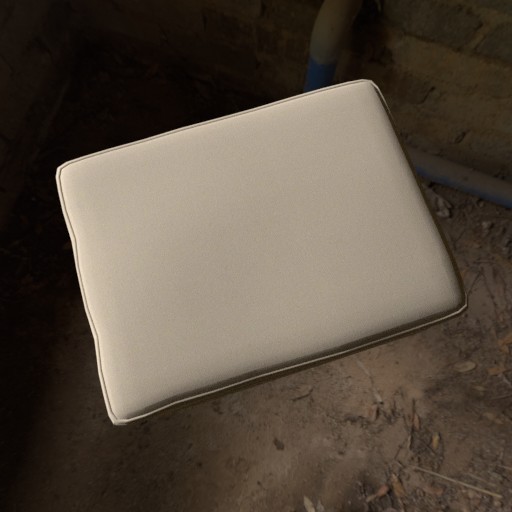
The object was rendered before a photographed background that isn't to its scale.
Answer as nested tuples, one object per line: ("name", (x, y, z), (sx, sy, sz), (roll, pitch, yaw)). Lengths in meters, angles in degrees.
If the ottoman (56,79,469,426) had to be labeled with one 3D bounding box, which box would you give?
("ottoman", (0.000, 0.000, 1.173), (0.818, 0.485, 0.634), (-17, 77, -4))
